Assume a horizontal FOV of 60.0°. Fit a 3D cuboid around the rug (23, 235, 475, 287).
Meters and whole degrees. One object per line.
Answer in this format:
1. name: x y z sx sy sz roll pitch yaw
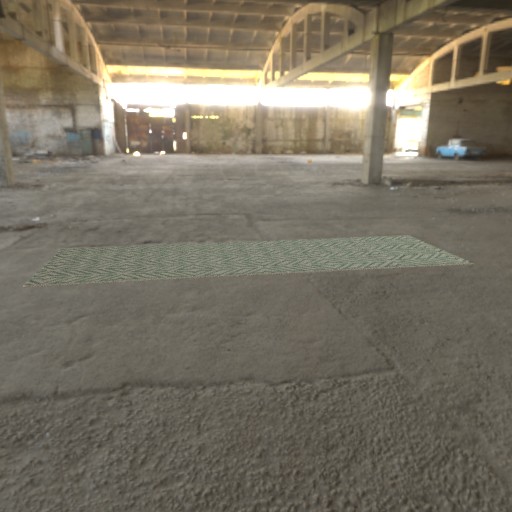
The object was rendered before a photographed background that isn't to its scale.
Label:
1. rug: 0.000 0.000 2.716 2.435 0.009 0.750 -3 15 -9
